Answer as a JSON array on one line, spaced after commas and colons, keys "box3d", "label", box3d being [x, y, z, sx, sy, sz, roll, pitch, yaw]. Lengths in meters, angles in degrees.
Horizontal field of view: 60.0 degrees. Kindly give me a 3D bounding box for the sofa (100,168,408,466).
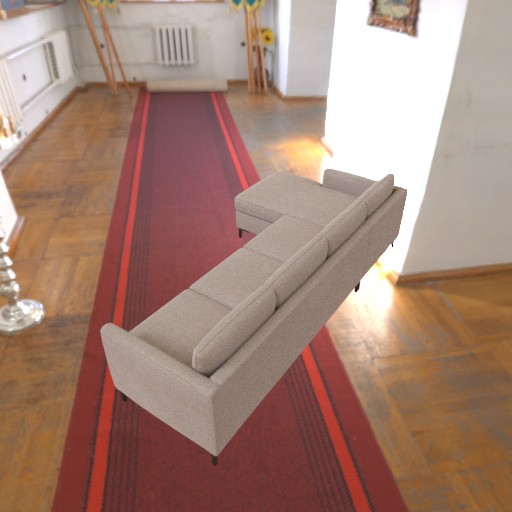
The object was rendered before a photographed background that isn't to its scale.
[{"box3d": [0.000, 0.000, 3.625, 1.469, 0.816, 2.923, 22, 40, 28], "label": "sofa"}]
